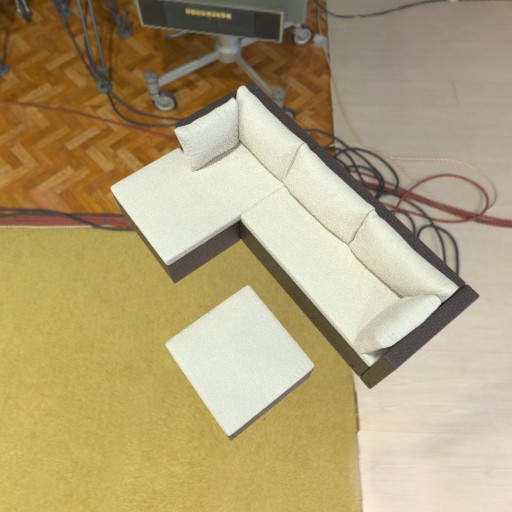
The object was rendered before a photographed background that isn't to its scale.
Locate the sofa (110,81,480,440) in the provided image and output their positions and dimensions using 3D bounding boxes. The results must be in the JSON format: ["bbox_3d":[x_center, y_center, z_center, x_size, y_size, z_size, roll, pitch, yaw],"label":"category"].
[{"bbox_3d":[0.000,0.000,2.957,1.612,0.766,2.192,-34,68,-16],"label":"sofa"}]
